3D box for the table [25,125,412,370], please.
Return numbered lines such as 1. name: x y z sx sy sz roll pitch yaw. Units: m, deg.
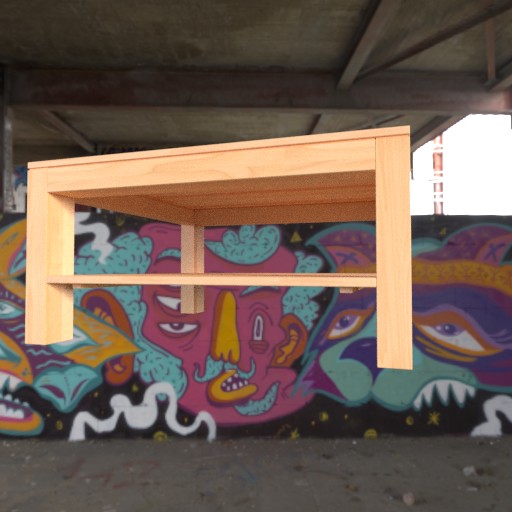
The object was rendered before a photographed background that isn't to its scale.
1. table: 0.000 0.000 1.382 0.900 0.450 0.900 -1 -2 18
